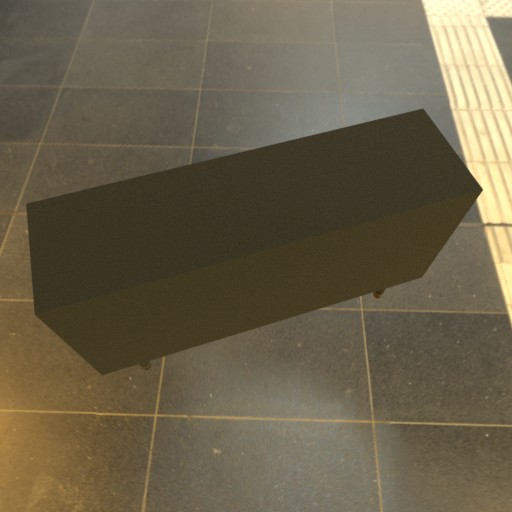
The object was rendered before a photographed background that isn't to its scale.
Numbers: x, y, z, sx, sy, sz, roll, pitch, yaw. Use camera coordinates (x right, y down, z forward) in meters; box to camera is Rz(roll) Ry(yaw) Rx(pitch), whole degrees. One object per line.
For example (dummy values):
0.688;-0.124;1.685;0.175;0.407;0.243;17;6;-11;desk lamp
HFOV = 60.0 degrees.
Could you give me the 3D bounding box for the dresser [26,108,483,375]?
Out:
0.000;0.000;1.950;1.558;0.872;0.463;-16;61;-9;dresser
